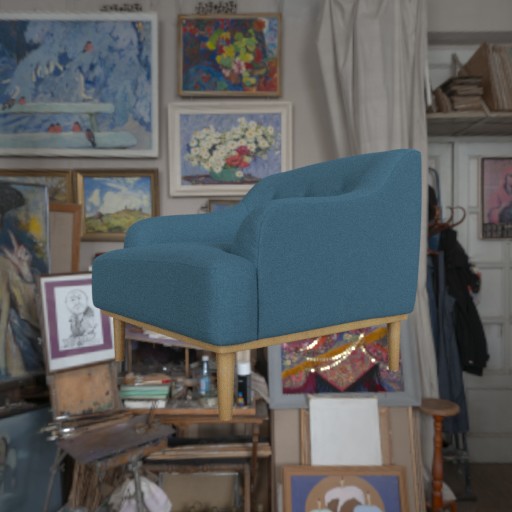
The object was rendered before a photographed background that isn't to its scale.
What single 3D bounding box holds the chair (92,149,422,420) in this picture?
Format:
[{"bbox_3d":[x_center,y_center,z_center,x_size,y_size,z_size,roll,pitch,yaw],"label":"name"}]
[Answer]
[{"bbox_3d":[0.000,0.000,1.662,0.951,0.818,0.946,-1,1,-37],"label":"chair"}]
